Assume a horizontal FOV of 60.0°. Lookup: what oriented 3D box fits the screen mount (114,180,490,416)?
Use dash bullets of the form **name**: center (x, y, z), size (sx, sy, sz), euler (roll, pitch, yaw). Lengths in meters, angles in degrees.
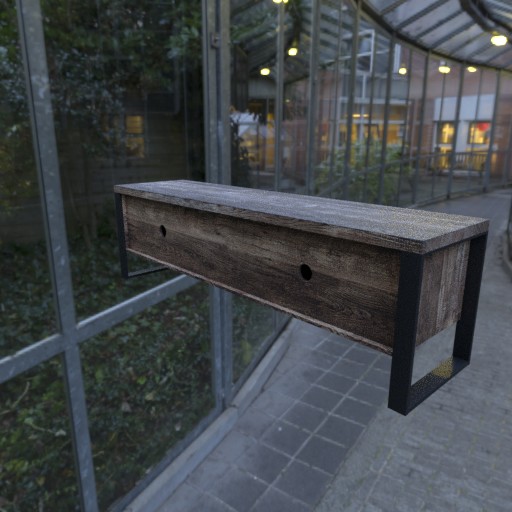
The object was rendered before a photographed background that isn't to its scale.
- **screen mount**: center (0.000, 0.000, 1.715), size (0.395, 0.450, 1.524), euler (-14, 20, -41)
